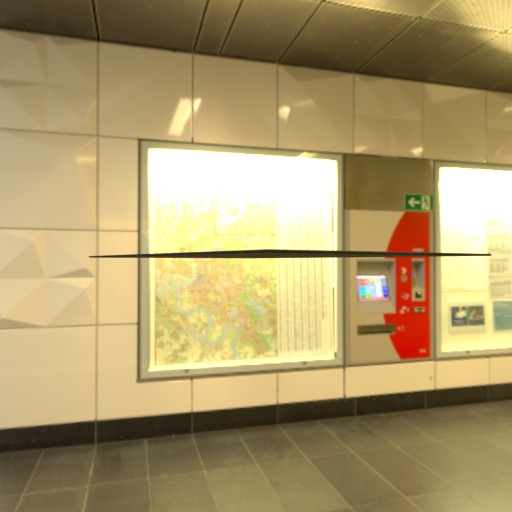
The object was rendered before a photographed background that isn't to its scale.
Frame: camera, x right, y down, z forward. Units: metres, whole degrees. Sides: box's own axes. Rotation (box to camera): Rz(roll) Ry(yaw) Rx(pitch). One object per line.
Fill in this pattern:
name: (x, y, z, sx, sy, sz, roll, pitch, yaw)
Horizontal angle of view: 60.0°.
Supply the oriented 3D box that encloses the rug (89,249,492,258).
rug: (0.000, 0.000, 2.314, 1.219, 0.010, 1.829, 1, -1, -35)
